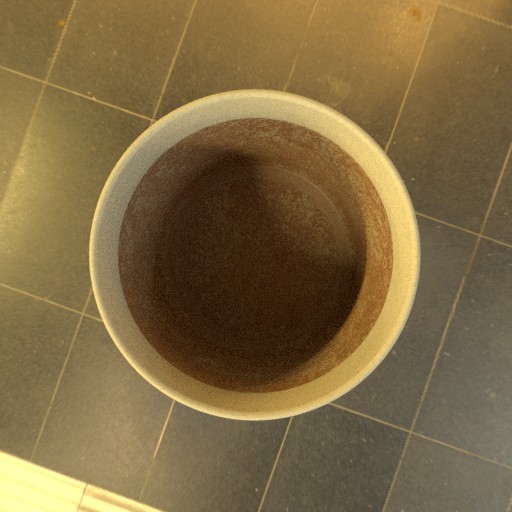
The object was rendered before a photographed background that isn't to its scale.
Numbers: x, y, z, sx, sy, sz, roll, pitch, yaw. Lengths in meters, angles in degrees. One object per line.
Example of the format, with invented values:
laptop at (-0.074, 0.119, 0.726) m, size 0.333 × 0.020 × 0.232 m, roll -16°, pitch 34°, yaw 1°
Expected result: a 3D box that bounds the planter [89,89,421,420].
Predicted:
planter at (0.000, 0.000, 0.279) m, size 0.159 × 0.138 × 0.159 m, roll 0°, pitch 89°, yaw 1°
